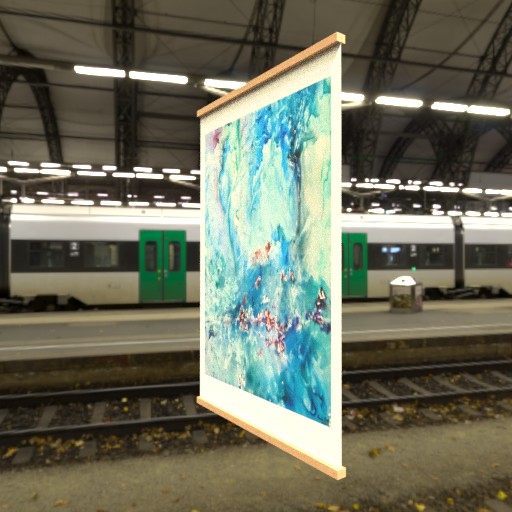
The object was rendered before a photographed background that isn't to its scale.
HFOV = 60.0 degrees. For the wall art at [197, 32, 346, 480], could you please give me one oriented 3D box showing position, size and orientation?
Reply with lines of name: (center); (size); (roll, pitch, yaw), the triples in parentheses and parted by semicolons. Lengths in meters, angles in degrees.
wall art: (0.000, 0.000, 1.288); (0.027, 1.020, 0.669); (0, -1, -36)
